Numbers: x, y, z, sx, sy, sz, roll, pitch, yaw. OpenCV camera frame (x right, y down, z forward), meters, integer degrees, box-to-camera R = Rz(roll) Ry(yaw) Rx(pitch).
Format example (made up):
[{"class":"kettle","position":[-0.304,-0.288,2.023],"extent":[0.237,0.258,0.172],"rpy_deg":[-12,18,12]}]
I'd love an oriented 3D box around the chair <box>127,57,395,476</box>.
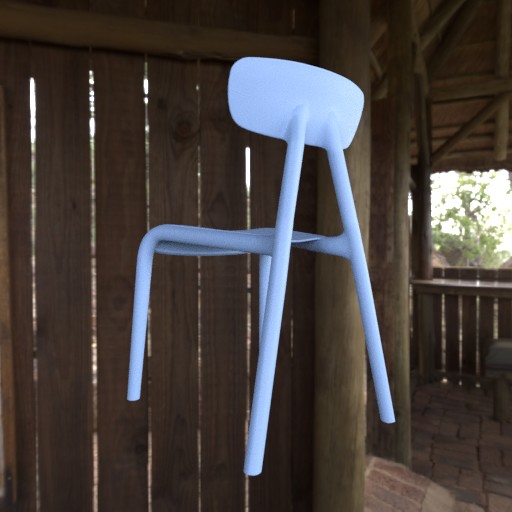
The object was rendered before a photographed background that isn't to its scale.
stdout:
[{"class":"chair","position":[0.000,0.000,0.834],"extent":[0.356,0.580,0.401],"rpy_deg":[-1,1,-37]}]
